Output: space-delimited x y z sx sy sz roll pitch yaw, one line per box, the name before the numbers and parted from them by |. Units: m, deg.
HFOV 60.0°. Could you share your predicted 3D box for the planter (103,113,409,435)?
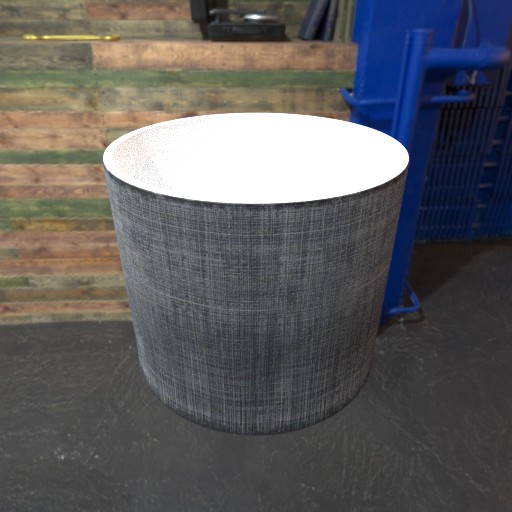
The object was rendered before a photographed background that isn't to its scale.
planter | 0.000 0.000 0.438 0.254 0.221 0.254 0 30 0
